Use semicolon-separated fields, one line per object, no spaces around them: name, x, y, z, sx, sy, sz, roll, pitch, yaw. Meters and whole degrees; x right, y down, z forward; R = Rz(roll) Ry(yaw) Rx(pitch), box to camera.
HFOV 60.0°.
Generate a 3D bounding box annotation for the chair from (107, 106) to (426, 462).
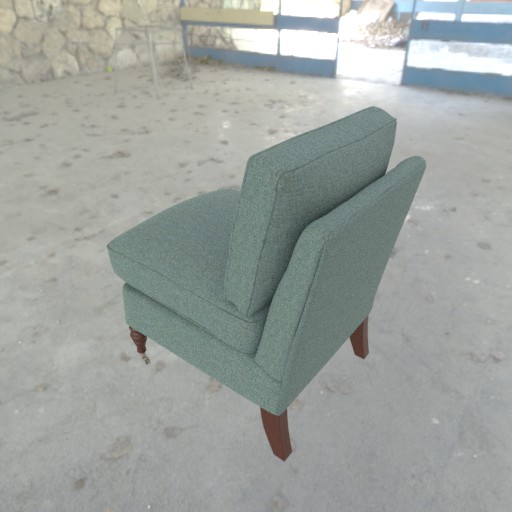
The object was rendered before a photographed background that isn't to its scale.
chair;0.000;0.000;1.432;0.796;0.901;0.624;21;37;31
